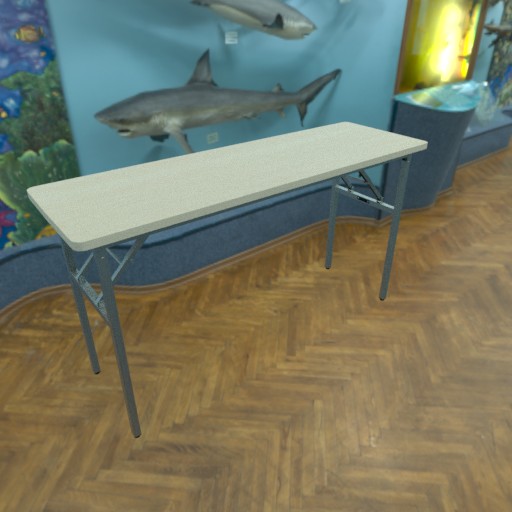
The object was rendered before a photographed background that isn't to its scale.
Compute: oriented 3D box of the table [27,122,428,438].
[{"bbox_3d":[0.000,0.000,1.720,1.397,0.750,0.446,-21,36,-32],"label":"table"}]
